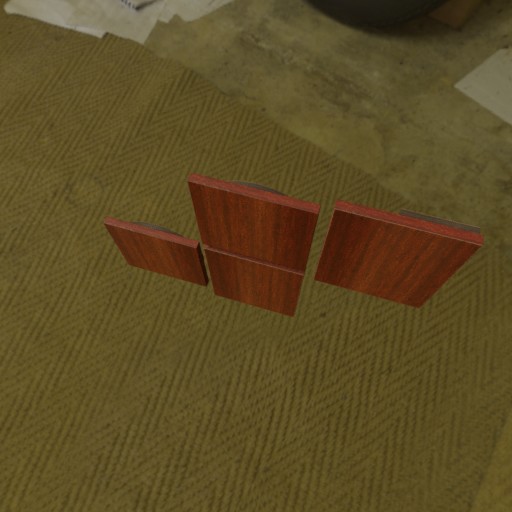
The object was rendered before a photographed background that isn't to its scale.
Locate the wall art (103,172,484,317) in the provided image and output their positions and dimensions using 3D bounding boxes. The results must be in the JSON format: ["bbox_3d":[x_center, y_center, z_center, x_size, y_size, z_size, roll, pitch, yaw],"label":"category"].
[{"bbox_3d":[0.000,0.000,0.855,0.635,0.497,0.030,15,65,7],"label":"wall art"}]
